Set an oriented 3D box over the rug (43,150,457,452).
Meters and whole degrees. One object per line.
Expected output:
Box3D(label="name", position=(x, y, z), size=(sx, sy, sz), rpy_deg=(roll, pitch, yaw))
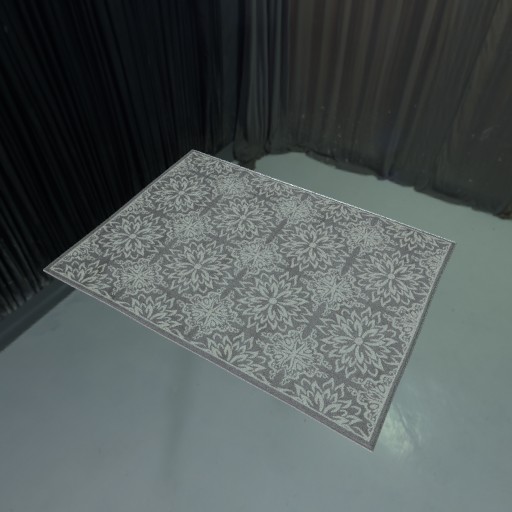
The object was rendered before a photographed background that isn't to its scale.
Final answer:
Box3D(label="rug", position=(0.000, 0.000, 2.917), size=(2.213, 0.014, 1.608), rpy_deg=(23, 51, 21))
